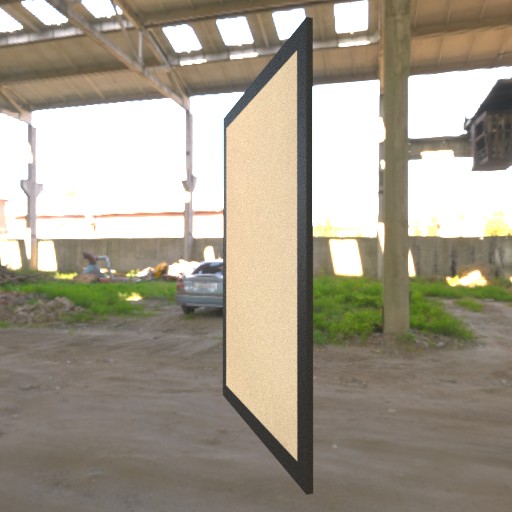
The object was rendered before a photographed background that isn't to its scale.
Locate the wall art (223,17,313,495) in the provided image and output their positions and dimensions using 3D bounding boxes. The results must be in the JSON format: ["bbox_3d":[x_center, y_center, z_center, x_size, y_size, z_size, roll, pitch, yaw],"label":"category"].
[{"bbox_3d":[0.000,0.000,0.672,0.008,0.530,0.379,0,0,-18],"label":"wall art"}]
